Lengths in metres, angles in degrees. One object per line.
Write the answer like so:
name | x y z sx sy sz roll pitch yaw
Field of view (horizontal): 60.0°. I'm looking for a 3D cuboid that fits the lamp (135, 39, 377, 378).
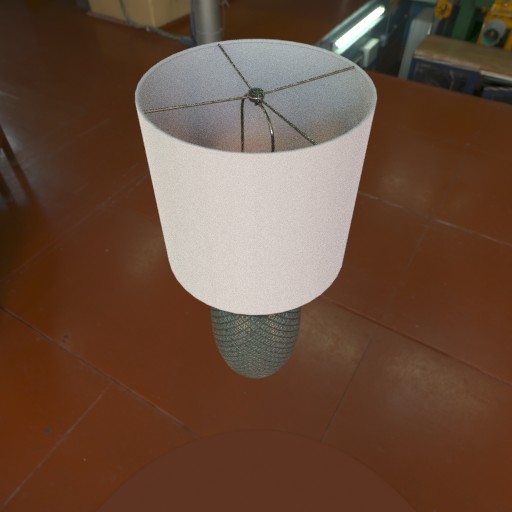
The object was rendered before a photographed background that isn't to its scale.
lamp | 0.000 0.000 0.568 0.217 0.453 0.217 -18 50 -16
